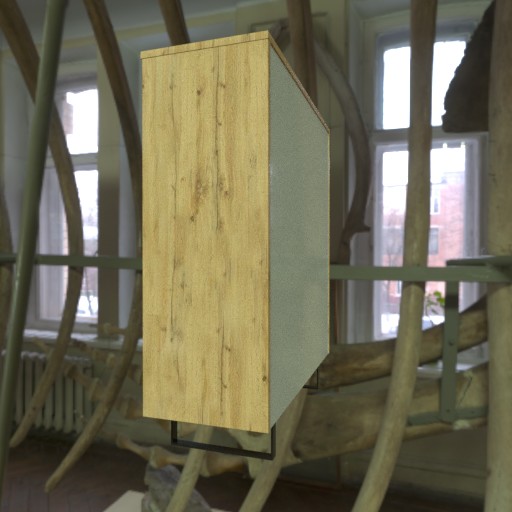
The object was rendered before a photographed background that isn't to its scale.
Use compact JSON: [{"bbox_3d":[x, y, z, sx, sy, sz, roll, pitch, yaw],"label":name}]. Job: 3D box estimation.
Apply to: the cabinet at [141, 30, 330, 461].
[{"bbox_3d":[0.000,0.000,1.995,0.473,1.397,1.168,0,1,19],"label":"cabinet"}]
